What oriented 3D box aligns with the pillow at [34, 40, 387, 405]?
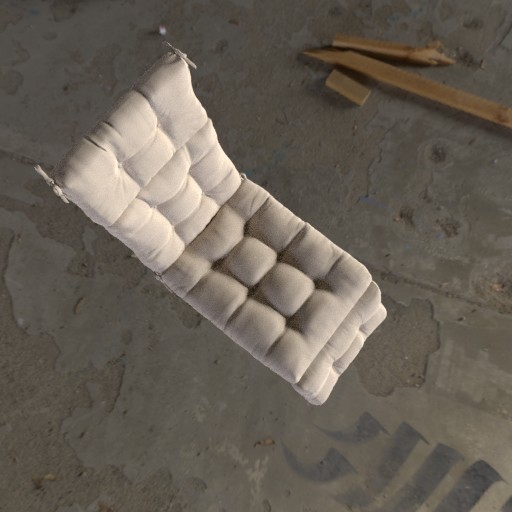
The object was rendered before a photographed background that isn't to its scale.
[{"bbox_3d":[0.000,0.000,1.458,1.016,0.863,0.526,38,79,9],"label":"pillow"}]
